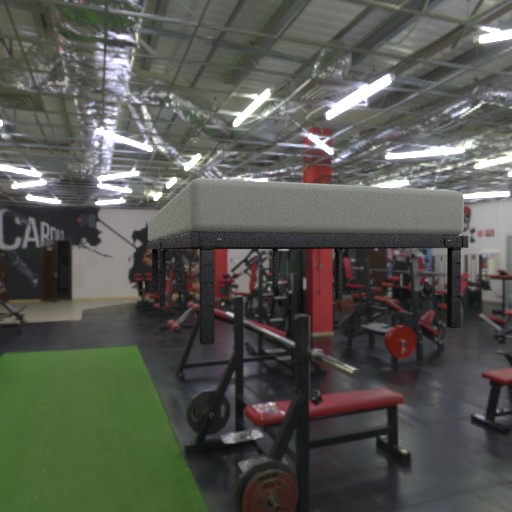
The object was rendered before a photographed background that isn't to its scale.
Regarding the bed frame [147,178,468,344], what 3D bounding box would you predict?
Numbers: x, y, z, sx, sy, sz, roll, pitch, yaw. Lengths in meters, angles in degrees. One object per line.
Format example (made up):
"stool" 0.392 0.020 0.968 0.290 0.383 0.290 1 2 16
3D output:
"bed frame" 0.000 0.000 3.236 1.393 0.680 2.635 0 1 -17
